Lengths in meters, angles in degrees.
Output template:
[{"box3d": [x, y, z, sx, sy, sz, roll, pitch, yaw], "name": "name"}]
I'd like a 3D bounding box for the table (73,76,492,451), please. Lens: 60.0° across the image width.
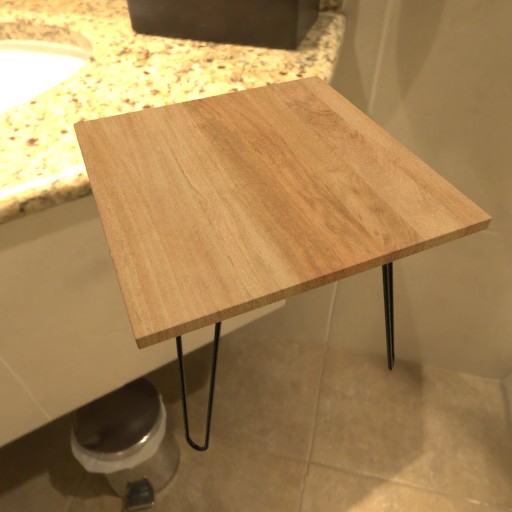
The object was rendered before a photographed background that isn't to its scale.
[{"box3d": [0.000, 0.000, 1.023, 0.599, 0.500, 0.599, -17, 48, -16], "name": "table"}]
